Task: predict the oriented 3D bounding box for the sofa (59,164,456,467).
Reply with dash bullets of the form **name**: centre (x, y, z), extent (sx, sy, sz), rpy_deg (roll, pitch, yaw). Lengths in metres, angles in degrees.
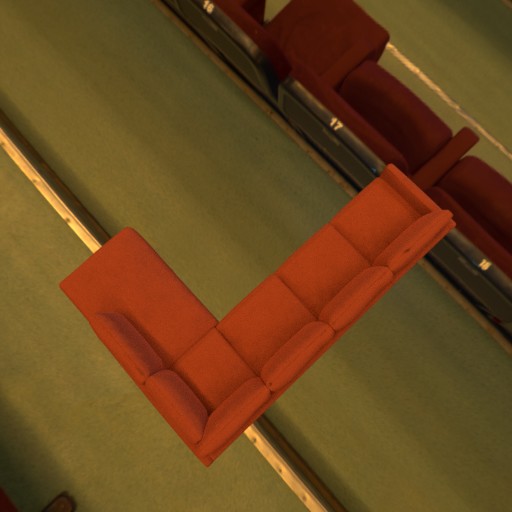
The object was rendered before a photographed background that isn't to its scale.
- **sofa**: centre (0.000, 0.000, 3.687), extent (2.736, 0.757, 1.879), rpy_deg (-42, 80, -9)
